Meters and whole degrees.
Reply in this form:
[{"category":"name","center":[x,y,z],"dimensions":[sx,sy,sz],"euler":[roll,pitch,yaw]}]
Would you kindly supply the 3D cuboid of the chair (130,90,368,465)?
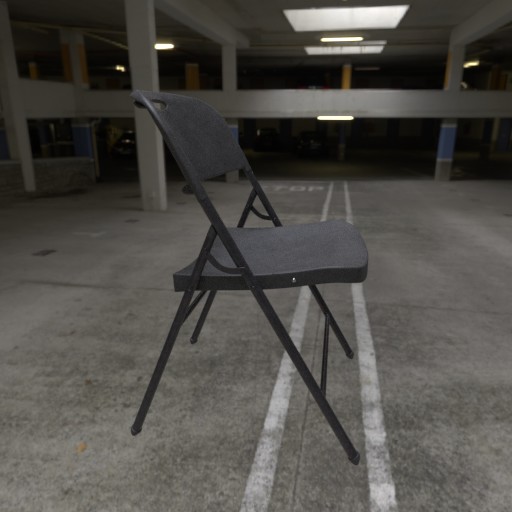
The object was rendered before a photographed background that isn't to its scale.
[{"category":"chair","center":[0.000,0.000,1.153],"dimensions":[0.566,0.810,0.494],"euler":[3,18,10]}]
